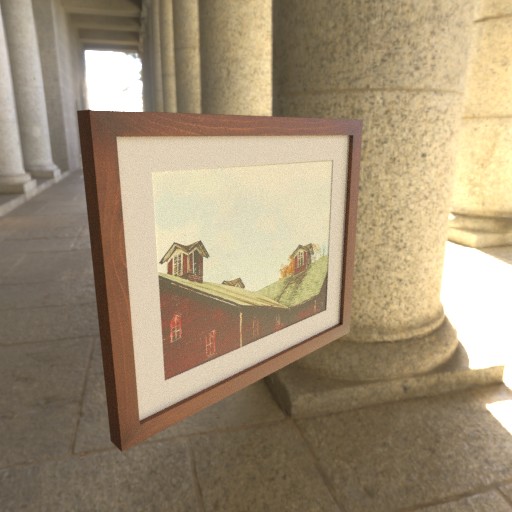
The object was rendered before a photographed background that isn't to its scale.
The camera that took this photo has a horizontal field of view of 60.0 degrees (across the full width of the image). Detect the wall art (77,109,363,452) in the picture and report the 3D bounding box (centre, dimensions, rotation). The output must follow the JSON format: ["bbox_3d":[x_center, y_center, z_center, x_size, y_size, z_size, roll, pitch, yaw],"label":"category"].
[{"bbox_3d":[0.000,0.000,0.760,0.558,0.457,0.033,-15,21,-42],"label":"wall art"}]
